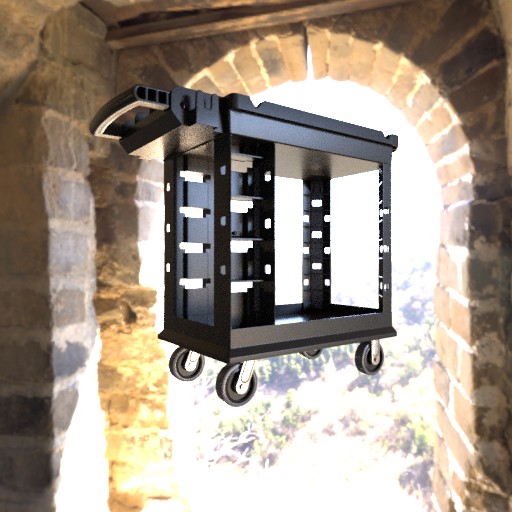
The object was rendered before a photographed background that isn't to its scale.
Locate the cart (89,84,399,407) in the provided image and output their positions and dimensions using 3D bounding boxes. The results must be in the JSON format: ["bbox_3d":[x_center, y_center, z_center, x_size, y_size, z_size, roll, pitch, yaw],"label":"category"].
[{"bbox_3d":[0.000,0.000,1.546,1.061,0.884,0.497,0,0,-36],"label":"cart"}]
